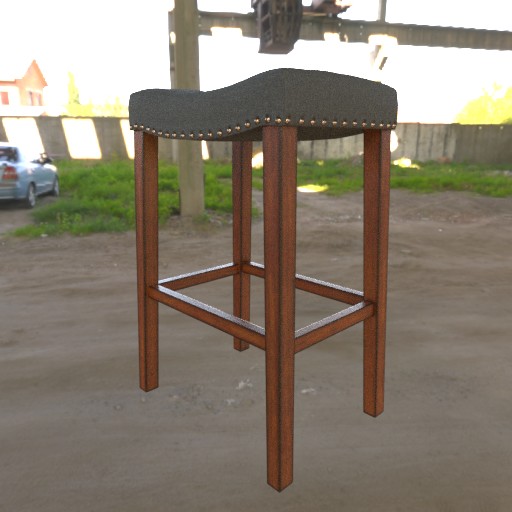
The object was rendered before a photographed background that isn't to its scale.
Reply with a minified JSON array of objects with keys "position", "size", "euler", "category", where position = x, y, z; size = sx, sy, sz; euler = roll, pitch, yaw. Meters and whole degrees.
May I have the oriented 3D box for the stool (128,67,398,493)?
[{"position":[0.000,0.000,1.021],"size":[0.366,0.748,0.502],"euler":[-14,20,-42],"category":"stool"}]
